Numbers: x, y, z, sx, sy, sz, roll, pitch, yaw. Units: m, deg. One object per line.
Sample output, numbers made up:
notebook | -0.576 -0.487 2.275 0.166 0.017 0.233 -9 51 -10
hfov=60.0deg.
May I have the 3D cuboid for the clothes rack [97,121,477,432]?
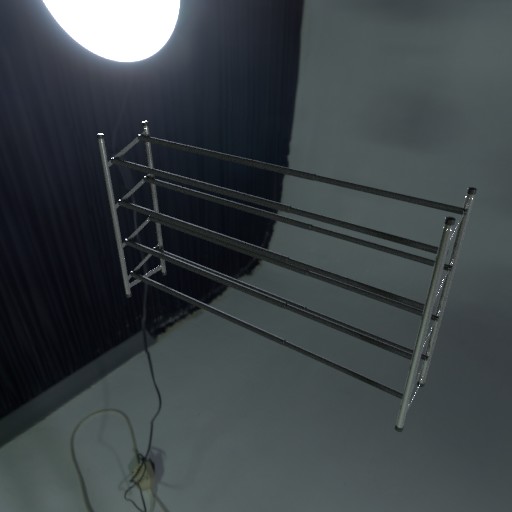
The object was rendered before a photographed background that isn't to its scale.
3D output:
clothes rack | 0.000 0.000 1.461 1.168 0.672 0.229 19 36 29
